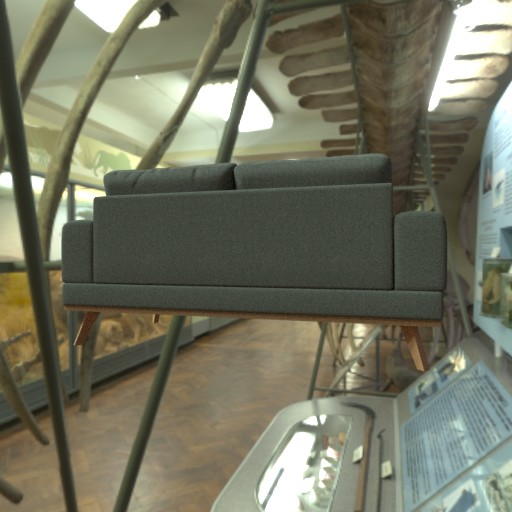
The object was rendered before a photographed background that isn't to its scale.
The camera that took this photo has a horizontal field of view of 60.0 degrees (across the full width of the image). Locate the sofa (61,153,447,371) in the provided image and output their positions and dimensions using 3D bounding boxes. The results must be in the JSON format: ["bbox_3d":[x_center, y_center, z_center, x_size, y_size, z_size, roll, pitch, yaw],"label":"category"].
[{"bbox_3d":[0.000,0.000,2.149,1.650,0.810,0.785,0,0,17],"label":"sofa"}]
